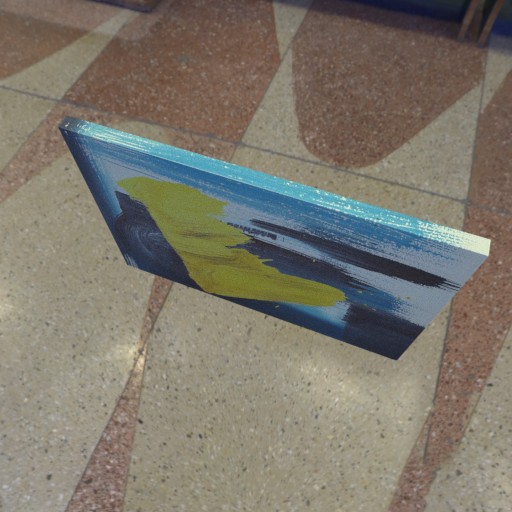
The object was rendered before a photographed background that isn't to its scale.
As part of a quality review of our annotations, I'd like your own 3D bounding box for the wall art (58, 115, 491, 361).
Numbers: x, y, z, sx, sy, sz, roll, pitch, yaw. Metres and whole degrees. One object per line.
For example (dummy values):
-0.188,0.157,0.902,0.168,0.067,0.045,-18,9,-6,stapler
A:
0.000,0.000,1.154,0.914,0.610,0.039,18,61,11,wall art
